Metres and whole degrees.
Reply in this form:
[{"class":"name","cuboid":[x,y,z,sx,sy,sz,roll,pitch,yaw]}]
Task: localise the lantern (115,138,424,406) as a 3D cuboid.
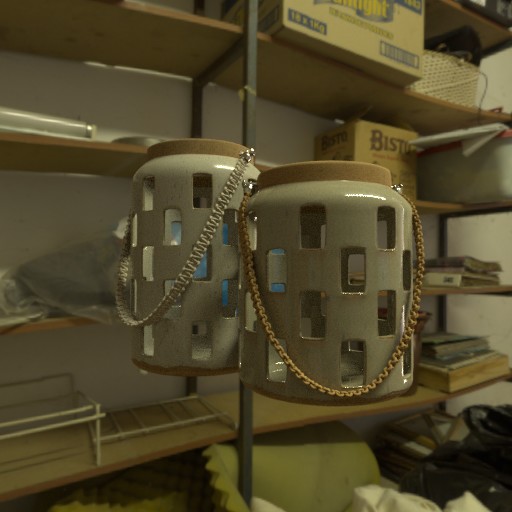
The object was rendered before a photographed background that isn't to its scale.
[{"class":"lantern","cuboid":[0.000,0.000,0.481,0.347,0.255,0.184,-1,-2,37]}]
